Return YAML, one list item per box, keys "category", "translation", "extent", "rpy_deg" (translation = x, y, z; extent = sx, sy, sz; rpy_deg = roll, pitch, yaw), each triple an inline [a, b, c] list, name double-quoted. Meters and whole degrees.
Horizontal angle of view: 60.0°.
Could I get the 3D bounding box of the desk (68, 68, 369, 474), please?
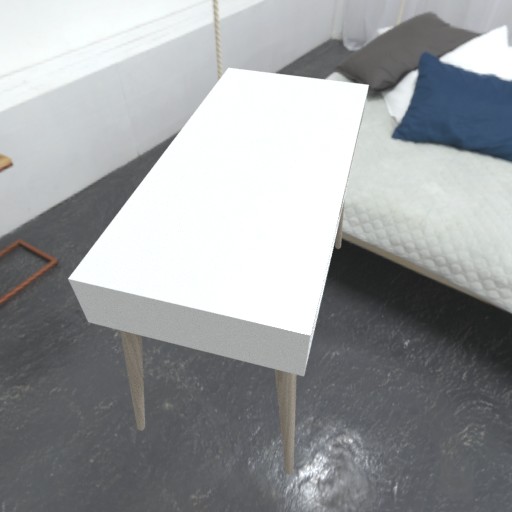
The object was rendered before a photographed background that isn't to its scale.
- category: "desk"
  translation: [0.000, 0.000, 1.389]
  extent: [0.491, 0.723, 0.979]
  rpy_deg: [12, 47, 11]
